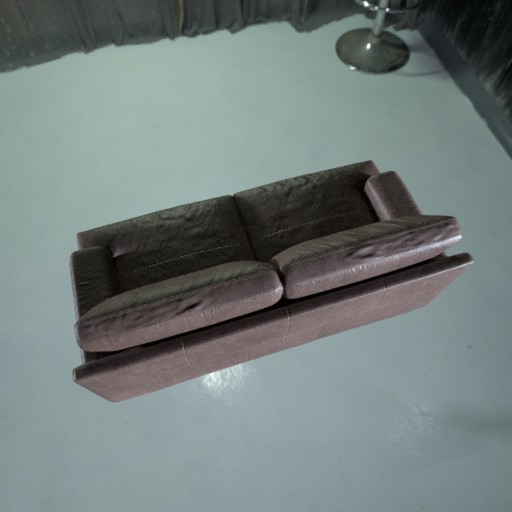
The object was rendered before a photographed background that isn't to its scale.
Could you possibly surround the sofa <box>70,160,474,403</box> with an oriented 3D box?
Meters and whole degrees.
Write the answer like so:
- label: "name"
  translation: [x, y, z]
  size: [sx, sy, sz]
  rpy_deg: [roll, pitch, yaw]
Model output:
- label: "sofa"
  translation: [0.000, 0.000, 2.786]
  size: [2.261, 0.941, 1.143]
  rpy_deg: [-15, 60, -9]
